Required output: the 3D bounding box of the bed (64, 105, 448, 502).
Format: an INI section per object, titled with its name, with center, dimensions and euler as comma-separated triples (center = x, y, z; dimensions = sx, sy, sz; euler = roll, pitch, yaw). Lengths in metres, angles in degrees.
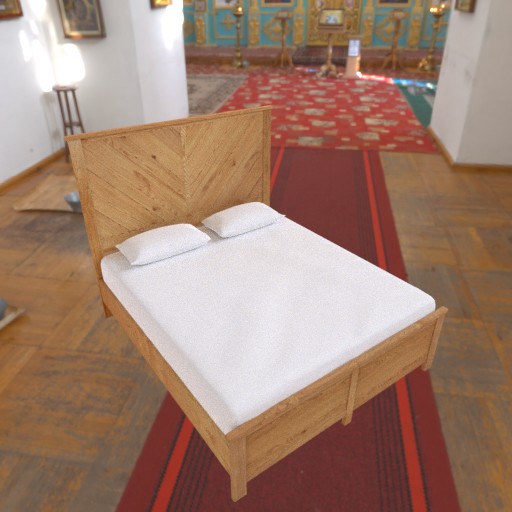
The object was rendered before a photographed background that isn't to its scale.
[bed]
center = 0.000, 0.000, 3.954
dimensions = 2.225, 1.938, 2.530
euler = -20, 35, -31
